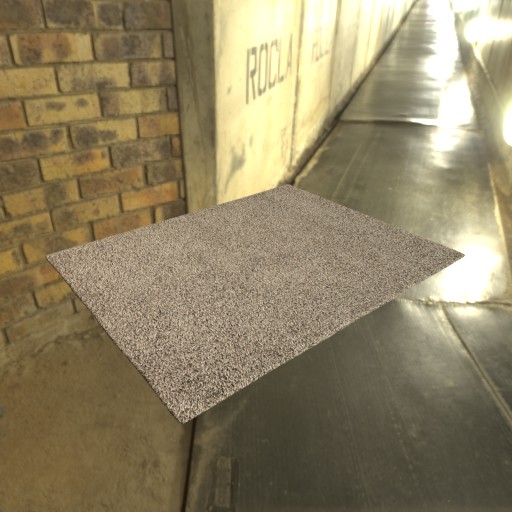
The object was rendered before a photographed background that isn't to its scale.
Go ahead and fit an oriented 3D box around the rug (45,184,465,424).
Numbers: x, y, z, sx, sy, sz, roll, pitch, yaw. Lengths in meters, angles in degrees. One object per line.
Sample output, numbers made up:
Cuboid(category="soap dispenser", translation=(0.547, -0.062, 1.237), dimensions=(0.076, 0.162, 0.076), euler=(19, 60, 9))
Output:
Cuboid(category="rug", translation=(0.000, 0.000, 4.097), dimensions=(3.047, 0.029, 2.438), euler=(-22, 36, -33))
